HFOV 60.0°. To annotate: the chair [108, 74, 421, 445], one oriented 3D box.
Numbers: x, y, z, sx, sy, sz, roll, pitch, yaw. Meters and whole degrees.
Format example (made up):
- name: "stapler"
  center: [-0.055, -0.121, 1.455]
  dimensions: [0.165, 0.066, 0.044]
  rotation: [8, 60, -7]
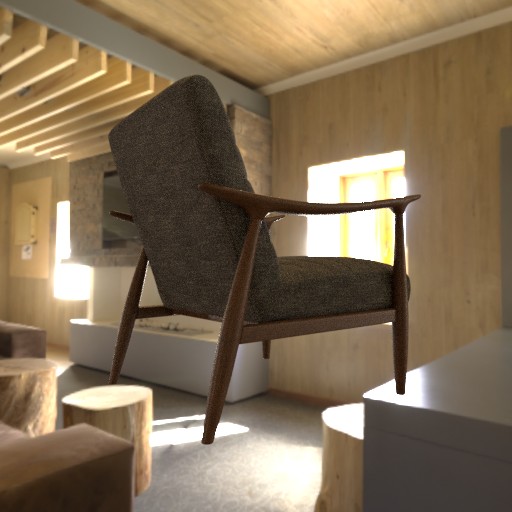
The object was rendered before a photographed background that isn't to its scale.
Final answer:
- name: "chair"
  center: [0.000, 0.000, 1.425]
  dimensions: [0.798, 0.832, 0.741]
  rotation: [1, -2, -36]
